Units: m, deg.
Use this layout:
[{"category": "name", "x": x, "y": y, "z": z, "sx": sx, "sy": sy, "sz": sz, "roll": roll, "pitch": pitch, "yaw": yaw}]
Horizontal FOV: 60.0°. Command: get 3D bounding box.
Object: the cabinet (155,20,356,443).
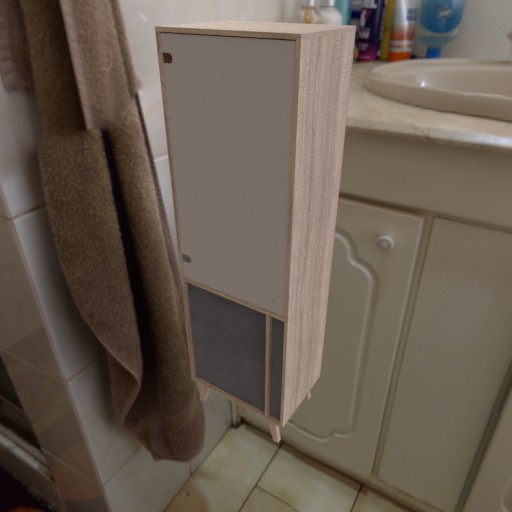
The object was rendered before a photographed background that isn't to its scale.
[{"category": "cabinet", "x": 0.000, "y": 0.000, "z": 2.005, "sx": 0.570, "sy": 1.850, "sz": 0.400, "roll": 19, "pitch": 36, "yaw": 28}]
